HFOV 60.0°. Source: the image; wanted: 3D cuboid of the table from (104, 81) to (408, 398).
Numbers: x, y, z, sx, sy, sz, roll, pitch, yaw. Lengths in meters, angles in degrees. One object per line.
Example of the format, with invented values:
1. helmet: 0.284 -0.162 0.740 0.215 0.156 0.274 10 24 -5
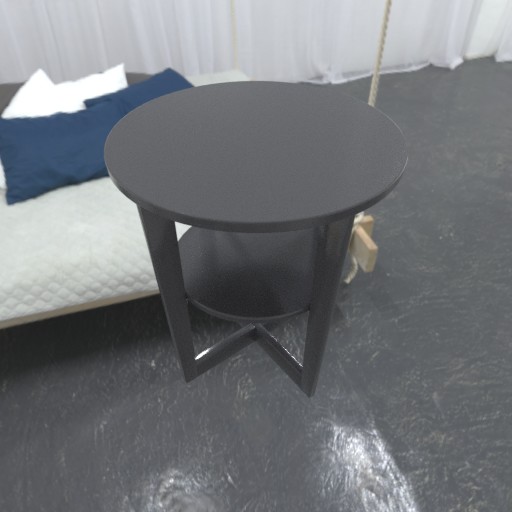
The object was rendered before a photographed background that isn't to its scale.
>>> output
1. table: 0.000 0.000 0.931 0.500 0.550 0.500 0 41 0
